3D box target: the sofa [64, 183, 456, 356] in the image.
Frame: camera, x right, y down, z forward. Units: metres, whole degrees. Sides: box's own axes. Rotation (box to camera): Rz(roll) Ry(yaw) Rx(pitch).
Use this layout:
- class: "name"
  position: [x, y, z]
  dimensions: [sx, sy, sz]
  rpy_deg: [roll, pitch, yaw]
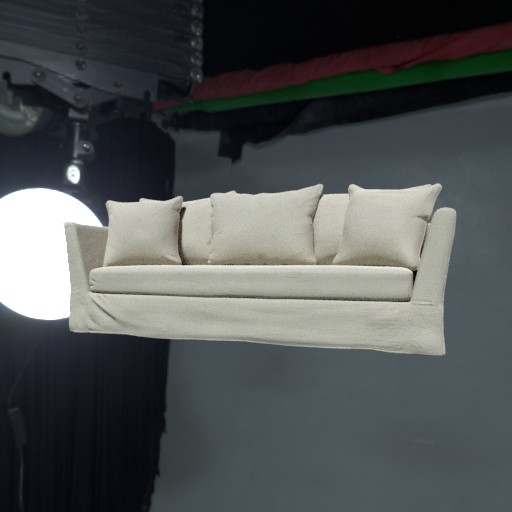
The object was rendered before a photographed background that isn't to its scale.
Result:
- class: "sofa"
  position: [0.000, 0.000, 3.109]
  dimensions: [2.499, 1.047, 1.046]
  rpy_deg: [0, -1, 20]
